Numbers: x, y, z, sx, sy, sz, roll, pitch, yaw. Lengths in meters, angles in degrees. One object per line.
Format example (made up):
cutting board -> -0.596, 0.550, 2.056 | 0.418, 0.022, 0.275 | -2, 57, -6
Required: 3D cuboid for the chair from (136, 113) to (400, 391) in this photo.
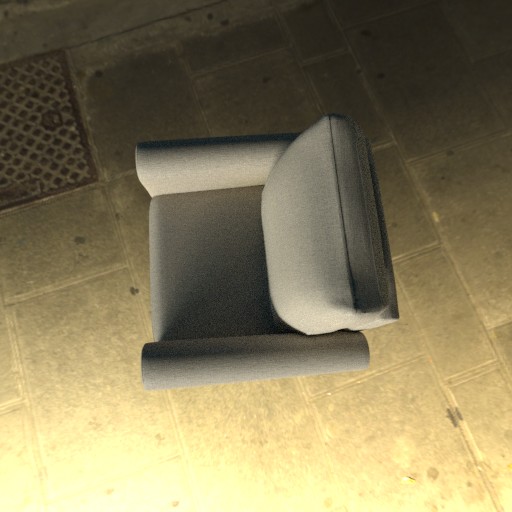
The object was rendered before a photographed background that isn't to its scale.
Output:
chair -> 0.000, 0.000, 2.363 | 1.180, 1.349, 1.275 | -5, 76, -1
